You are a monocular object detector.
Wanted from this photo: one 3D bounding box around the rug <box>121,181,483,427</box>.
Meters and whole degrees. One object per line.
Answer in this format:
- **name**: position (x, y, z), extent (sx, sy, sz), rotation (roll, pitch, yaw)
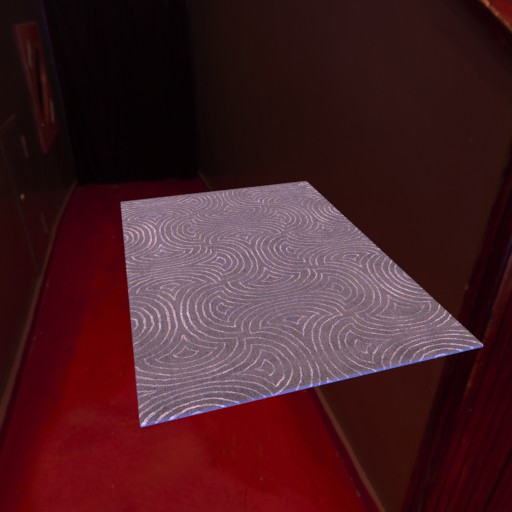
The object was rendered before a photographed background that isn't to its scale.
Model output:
- **rug**: position (0.000, 0.000, 2.730), extent (1.543, 0.015, 2.144), rotation (-9, 32, -14)
